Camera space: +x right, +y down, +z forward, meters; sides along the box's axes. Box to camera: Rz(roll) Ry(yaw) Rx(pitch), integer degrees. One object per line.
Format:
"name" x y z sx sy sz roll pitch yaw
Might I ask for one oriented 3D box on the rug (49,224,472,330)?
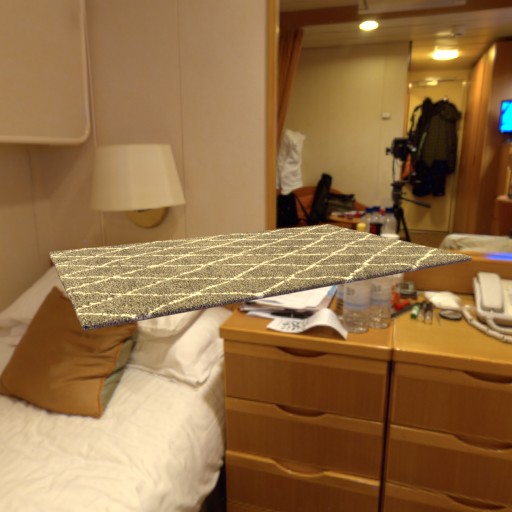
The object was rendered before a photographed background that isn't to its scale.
"rug" 0.000 0.000 2.995 2.438 0.030 1.524 -7 15 -28
